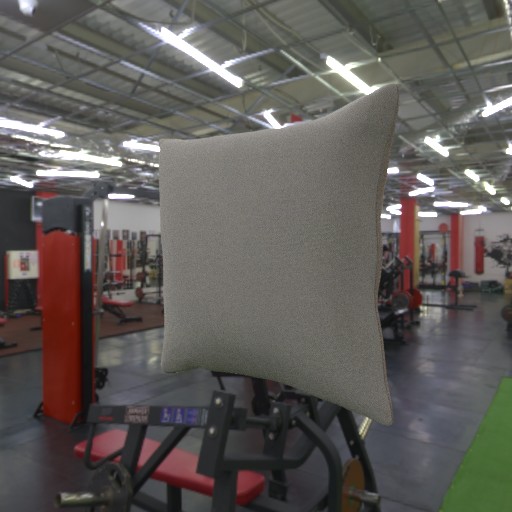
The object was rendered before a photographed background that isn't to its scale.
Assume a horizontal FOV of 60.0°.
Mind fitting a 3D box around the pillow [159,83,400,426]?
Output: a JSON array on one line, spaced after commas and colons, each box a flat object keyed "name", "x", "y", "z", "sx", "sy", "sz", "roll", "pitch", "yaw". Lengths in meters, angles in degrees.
[{"name": "pillow", "x": 0.000, "y": 0.000, "z": 0.638, "sx": 0.416, "sy": 0.401, "sz": 0.173, "roll": 0, "pitch": 0, "yaw": 37}]
